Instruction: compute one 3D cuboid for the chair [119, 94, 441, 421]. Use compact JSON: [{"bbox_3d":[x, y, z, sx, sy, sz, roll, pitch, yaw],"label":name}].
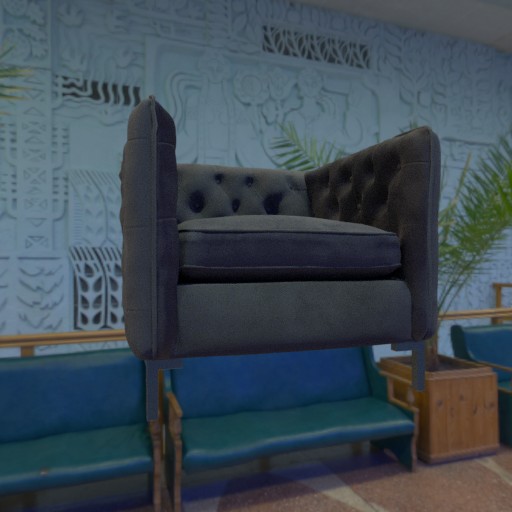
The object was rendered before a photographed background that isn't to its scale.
[{"bbox_3d":[0.000,0.000,1.607,0.946,0.807,0.913,0,0,-18],"label":"chair"}]
